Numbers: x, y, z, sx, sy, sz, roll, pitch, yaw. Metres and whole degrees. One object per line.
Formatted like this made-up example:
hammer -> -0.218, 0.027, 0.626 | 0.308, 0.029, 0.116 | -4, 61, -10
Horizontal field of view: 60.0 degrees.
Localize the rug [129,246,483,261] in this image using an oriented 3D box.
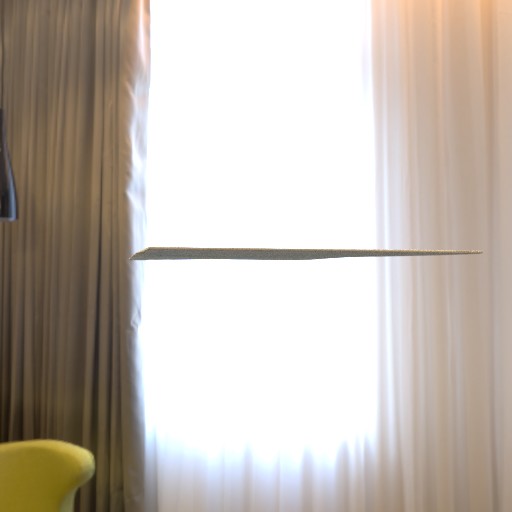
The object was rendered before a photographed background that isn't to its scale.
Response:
rug -> 0.000, 0.000, 3.008 | 1.593, 0.029, 2.305 | 0, -2, -18
